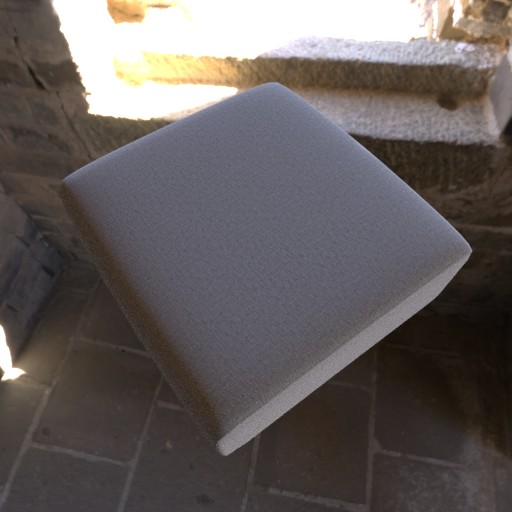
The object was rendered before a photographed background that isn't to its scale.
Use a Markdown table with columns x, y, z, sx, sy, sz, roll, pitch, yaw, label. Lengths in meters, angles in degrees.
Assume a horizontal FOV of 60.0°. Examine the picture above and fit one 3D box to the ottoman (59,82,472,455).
| x | y | z | sx | sy | sz | roll | pitch | yaw | label |
| --- | --- | --- | --- | --- | --- | --- | --- | --- | --- |
| 0.000 | 0.000 | 1.054 | 0.648 | 0.399 | 0.655 | -31 | 63 | -18 | ottoman |
